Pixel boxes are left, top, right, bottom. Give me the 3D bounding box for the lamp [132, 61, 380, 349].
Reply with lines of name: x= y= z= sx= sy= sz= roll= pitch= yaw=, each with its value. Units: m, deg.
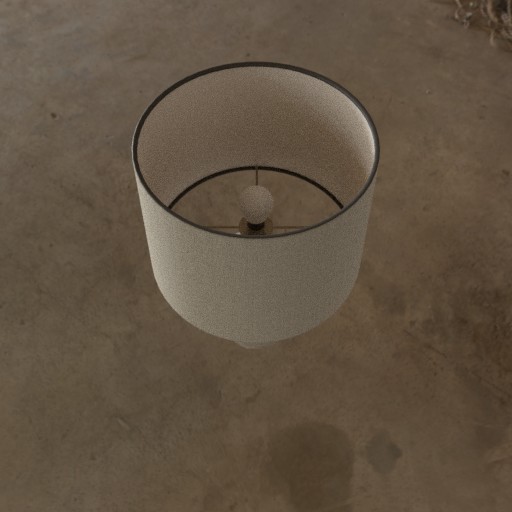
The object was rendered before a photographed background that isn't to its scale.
lamp: x=0.000 y=0.000 z=0.836 sx=0.376 sy=0.594 sz=0.376 roll=0 pitch=58 yaw=0
